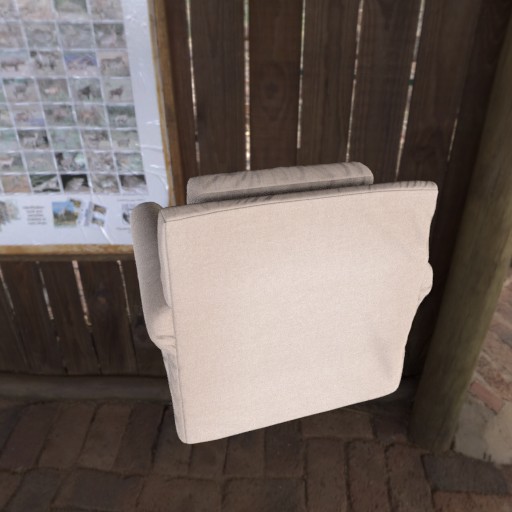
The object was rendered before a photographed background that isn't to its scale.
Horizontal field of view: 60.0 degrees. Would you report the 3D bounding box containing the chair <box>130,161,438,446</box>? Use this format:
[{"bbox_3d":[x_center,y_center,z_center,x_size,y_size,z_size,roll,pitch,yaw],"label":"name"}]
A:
[{"bbox_3d":[0.000,0.000,1.788,0.940,0.866,1.066,-8,28,-16],"label":"chair"}]
